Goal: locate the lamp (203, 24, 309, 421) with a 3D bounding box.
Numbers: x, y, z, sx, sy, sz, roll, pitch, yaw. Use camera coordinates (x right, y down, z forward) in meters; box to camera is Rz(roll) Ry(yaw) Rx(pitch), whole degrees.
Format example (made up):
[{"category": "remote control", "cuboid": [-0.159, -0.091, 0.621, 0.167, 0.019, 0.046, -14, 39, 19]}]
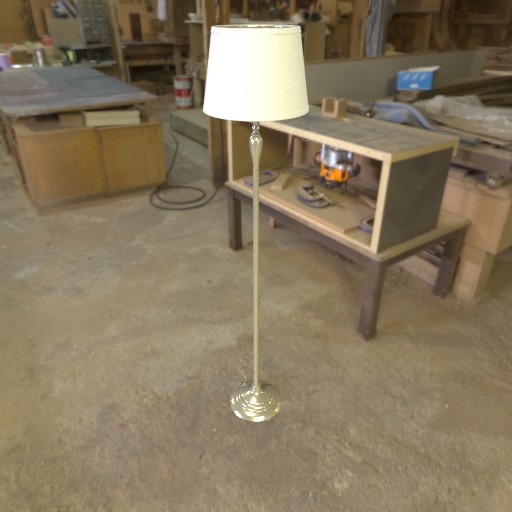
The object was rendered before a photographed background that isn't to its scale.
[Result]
[{"category": "lamp", "cuboid": [0.000, 0.000, 1.636, 0.327, 1.506, 0.327, -18, 34, -28]}]
